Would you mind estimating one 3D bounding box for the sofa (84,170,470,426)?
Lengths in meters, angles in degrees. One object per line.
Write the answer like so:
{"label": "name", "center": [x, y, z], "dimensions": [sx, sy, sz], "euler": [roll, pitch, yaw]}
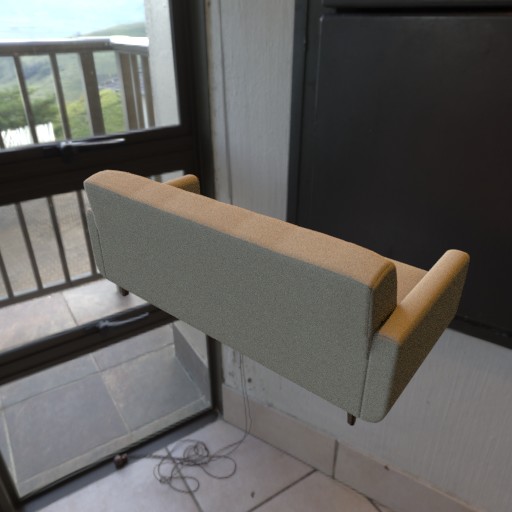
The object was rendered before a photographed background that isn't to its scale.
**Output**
{"label": "sofa", "center": [0.000, 0.000, 2.658], "dimensions": [2.137, 0.892, 0.980], "euler": [21, 35, 33]}
